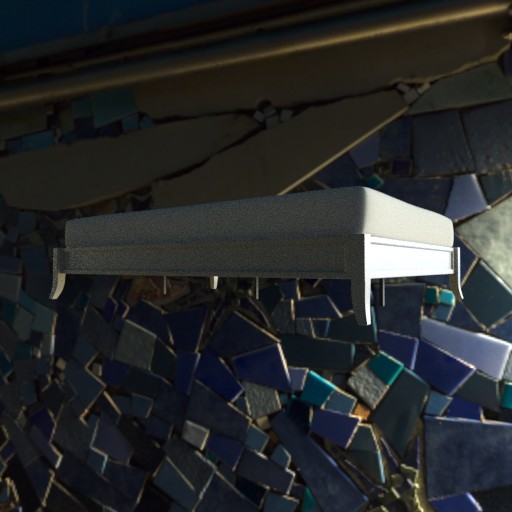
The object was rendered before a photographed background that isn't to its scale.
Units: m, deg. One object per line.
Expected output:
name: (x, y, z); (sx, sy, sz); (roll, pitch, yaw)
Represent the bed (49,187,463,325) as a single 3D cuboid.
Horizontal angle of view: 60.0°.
bed: (0.000, 0.000, 2.639); (1.985, 0.510, 1.460); (-1, -2, 36)
